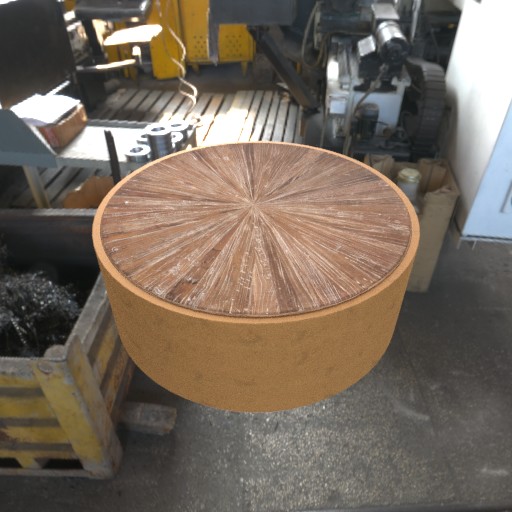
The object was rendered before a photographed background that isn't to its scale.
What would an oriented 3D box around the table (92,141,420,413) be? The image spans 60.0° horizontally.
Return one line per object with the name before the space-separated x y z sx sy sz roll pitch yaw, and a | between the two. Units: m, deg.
table | 0.000 0.000 1.532 1.001 0.409 1.001 0 39 0
